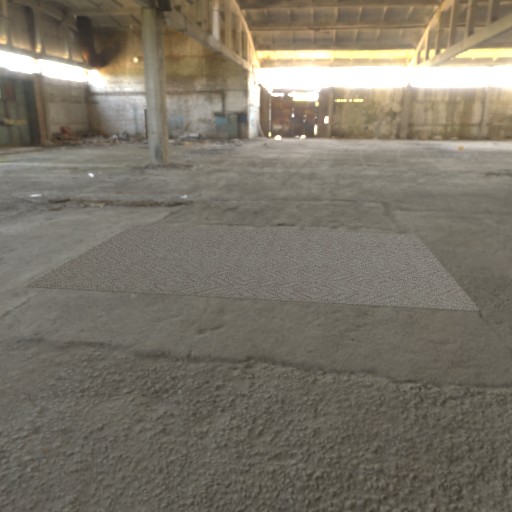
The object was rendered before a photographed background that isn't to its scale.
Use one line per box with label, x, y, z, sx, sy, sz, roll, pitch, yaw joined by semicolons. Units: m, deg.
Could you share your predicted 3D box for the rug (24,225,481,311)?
rug;0.000;0.000;3.043;2.438;0.008;1.523;2;17;8
